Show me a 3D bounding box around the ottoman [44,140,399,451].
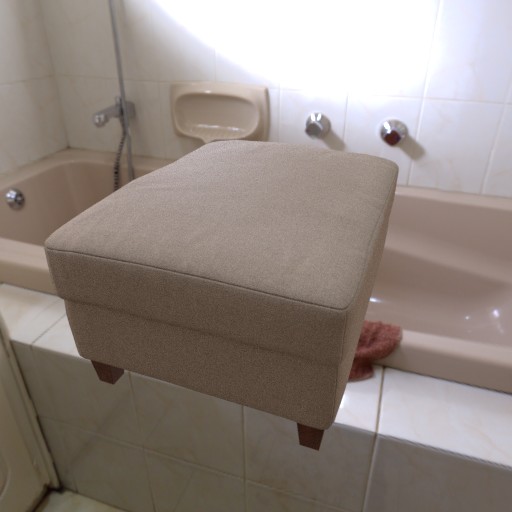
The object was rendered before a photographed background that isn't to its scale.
[{"bbox_3d":[0.000,0.000,1.300,0.692,0.511,0.902,11,31,18],"label":"ottoman"}]
